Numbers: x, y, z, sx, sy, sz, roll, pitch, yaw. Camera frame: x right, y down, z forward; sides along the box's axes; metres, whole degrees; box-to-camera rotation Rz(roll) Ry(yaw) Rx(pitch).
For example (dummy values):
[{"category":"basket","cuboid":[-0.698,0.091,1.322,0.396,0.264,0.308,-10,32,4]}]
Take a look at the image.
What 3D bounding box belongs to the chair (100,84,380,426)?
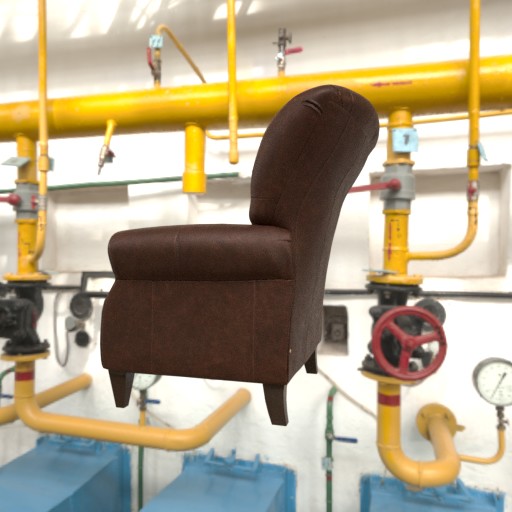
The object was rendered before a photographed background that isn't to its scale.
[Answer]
[{"category":"chair","cuboid":[0.000,0.000,1.921,1.031,1.162,0.979,0,0,16]}]
